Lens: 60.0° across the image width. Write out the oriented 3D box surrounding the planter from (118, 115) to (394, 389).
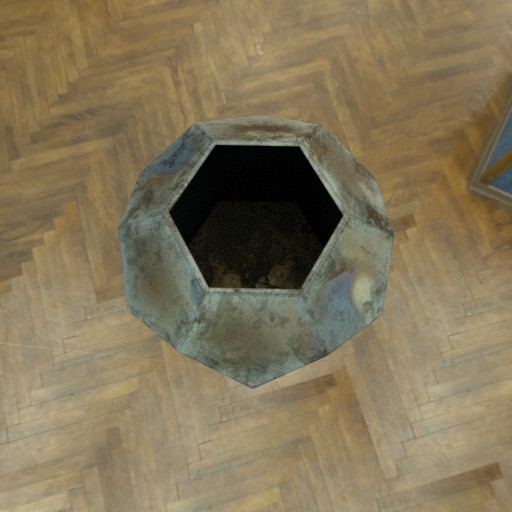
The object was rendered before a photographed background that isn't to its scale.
[{"bbox_3d":[0.000,0.000,0.430,0.243,0.238,0.221,30,77,7],"label":"planter"}]
